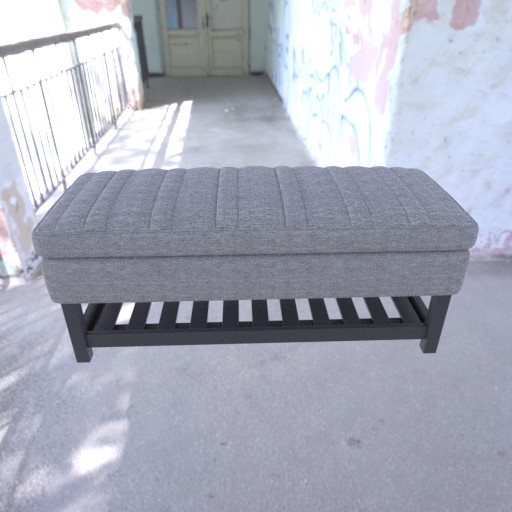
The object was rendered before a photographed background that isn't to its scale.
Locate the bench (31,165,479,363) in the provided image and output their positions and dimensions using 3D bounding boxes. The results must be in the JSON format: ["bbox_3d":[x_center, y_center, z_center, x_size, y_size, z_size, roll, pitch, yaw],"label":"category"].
[{"bbox_3d":[0.000,0.000,1.324,1.100,0.470,0.429,-1,31,-2],"label":"bench"}]
